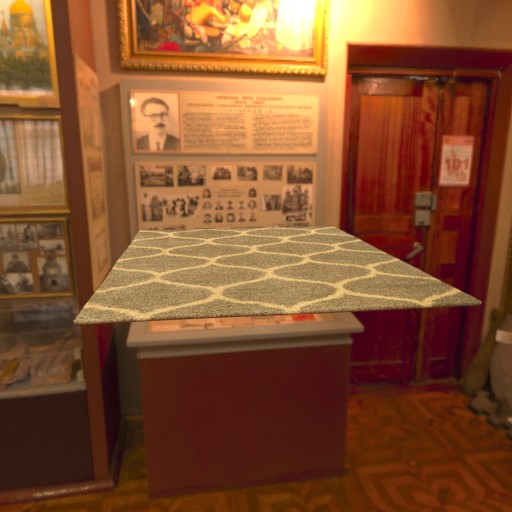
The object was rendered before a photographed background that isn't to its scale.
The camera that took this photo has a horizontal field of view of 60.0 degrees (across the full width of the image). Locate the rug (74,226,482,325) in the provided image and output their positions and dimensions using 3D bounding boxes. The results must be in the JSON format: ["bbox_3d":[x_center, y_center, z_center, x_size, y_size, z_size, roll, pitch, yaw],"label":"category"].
[{"bbox_3d":[0.000,0.000,3.983,2.399,0.026,3.000,-2,13,-8],"label":"rug"}]
